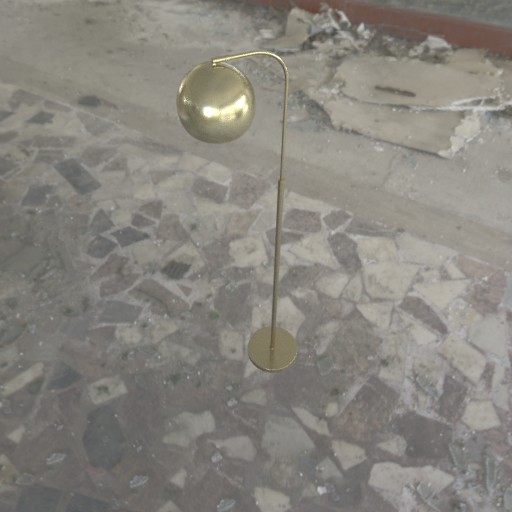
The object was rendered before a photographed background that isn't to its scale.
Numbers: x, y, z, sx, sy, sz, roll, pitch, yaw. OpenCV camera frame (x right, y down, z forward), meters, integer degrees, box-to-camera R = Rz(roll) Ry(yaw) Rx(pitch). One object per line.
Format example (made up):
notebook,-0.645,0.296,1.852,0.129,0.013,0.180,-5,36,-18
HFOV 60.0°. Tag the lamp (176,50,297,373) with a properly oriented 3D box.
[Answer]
lamp,0.000,0.000,1.662,0.431,1.526,0.250,-18,51,-16
